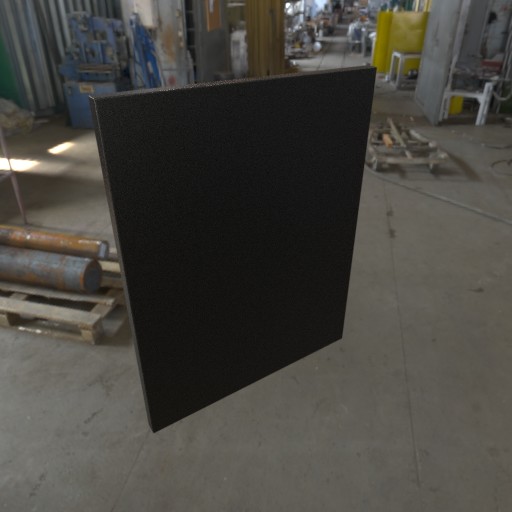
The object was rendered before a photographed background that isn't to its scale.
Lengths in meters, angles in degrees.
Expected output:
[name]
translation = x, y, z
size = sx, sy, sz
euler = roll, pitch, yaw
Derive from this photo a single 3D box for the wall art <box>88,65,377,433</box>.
[wall art]
translation = 0.000, 0.000, 1.587
size = 0.950, 1.194, 0.053
euler = -19, 35, -29
